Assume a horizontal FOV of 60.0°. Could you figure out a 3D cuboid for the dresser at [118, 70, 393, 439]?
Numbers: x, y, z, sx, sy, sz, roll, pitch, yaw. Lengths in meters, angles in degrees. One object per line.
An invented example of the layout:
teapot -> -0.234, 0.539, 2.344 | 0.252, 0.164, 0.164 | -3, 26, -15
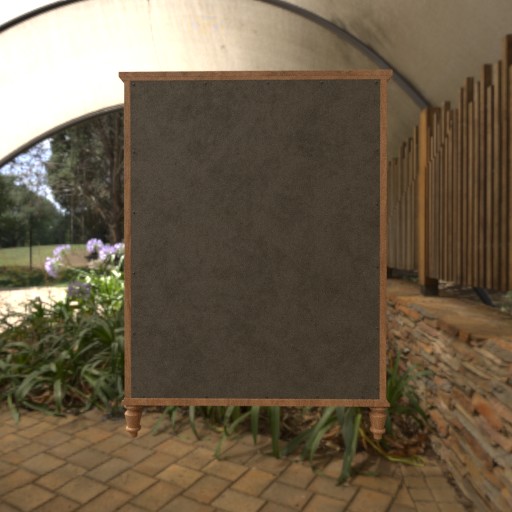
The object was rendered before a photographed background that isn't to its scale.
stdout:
dresser -> 0.000, 0.000, 1.818 | 0.973, 1.318, 0.484 | 0, 1, 1
